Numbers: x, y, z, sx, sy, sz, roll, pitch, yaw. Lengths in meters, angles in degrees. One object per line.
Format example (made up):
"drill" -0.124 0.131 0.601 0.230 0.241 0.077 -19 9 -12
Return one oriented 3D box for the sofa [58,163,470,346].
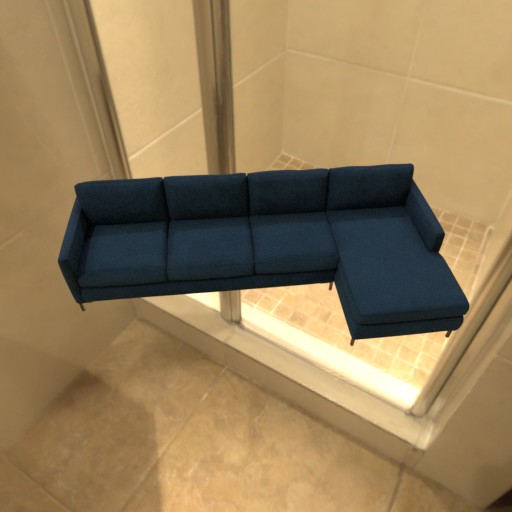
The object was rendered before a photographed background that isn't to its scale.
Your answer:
"sofa" 0.000 0.000 3.469 2.932 0.810 1.350 -4 46 -4
